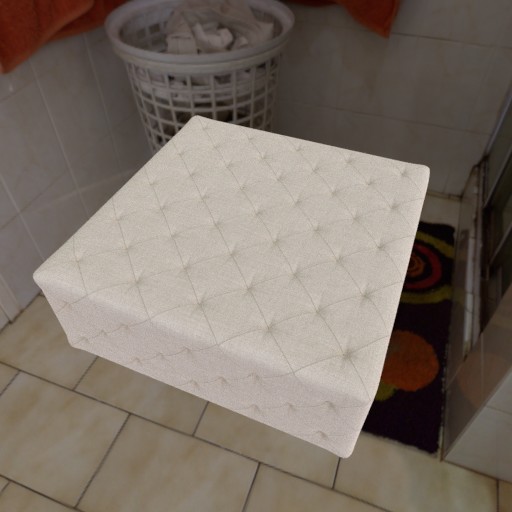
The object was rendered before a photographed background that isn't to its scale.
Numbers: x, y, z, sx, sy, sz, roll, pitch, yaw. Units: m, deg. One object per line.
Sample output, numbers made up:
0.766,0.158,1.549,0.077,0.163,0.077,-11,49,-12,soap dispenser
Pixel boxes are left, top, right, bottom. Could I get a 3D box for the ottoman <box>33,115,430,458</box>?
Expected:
0.000,0.000,1.639,1.028,0.439,1.028,17,49,15,ottoman
